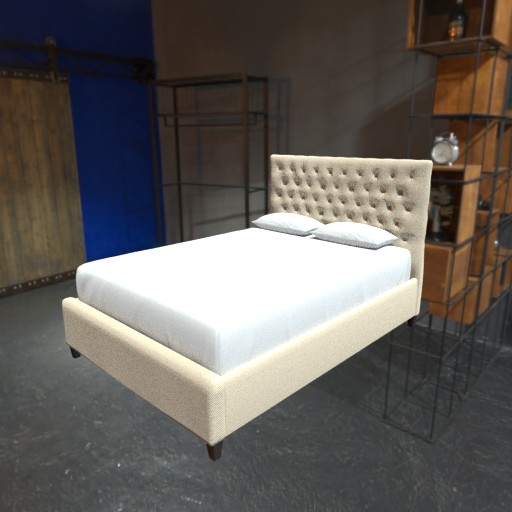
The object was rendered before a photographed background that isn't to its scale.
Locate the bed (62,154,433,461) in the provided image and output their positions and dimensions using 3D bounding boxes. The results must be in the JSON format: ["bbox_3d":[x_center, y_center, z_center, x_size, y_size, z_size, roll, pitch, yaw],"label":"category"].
[{"bbox_3d":[0.000,0.000,3.436,1.698,1.427,2.387,14,20,42],"label":"bed"}]
